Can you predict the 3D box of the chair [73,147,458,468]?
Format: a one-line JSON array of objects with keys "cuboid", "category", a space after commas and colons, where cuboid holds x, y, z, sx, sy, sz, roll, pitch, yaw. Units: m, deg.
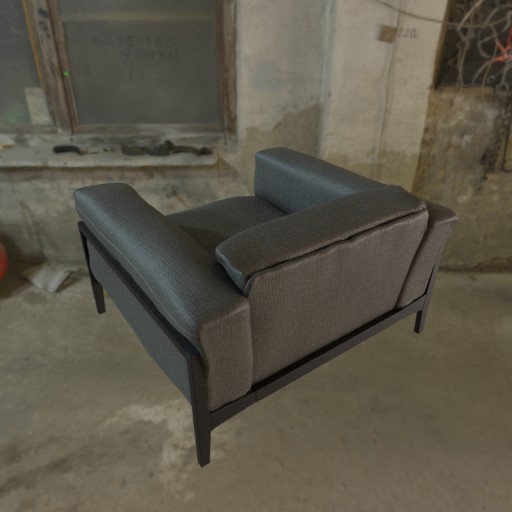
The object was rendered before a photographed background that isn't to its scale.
[{"cuboid": [0.000, 0.000, 1.694, 1.056, 0.646, 0.969, -20, 36, -30], "category": "chair"}]
